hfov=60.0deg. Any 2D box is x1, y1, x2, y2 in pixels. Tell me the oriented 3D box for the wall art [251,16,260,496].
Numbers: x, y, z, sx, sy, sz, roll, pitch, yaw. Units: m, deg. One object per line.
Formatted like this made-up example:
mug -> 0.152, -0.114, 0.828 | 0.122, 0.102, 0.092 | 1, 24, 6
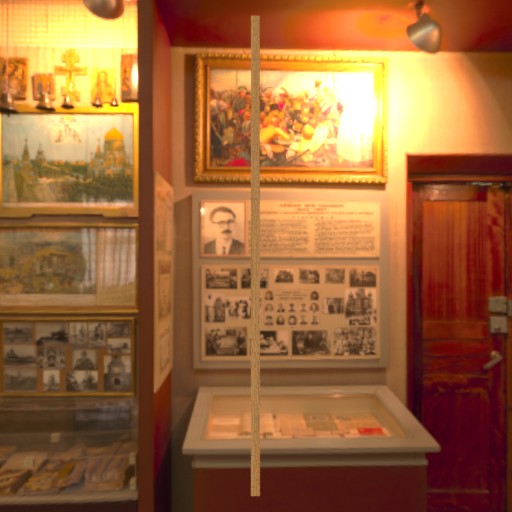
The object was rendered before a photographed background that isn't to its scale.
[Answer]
wall art -> 0.000, 0.000, 0.820 | 0.013, 0.683, 0.381 | 0, 0, 0
